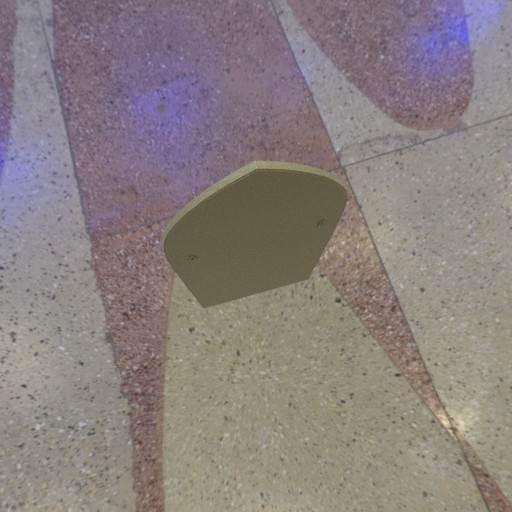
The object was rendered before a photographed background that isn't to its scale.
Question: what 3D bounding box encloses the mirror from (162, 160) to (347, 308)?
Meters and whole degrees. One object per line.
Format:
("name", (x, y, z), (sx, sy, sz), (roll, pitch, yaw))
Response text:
("mirror", (0.000, 0.000, 1.318), (0.464, 1.175, 0.025), (-15, 75, -4))
